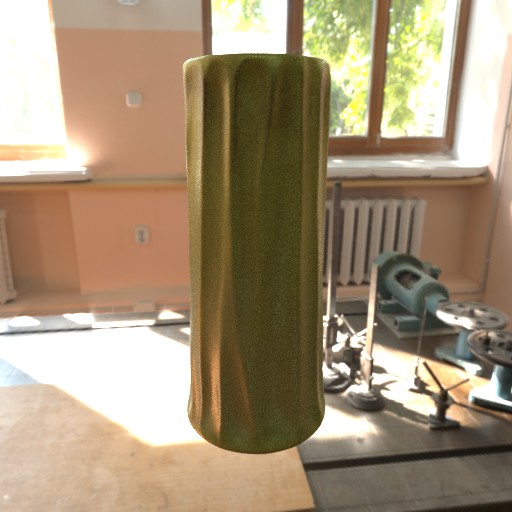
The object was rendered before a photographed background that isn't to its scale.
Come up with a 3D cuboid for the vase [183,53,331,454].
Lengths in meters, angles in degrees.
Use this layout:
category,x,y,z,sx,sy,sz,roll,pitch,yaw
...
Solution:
category,x,y,z,sx,sy,sz,roll,pitch,yaw
vase,0.000,0.000,0.178,0.061,0.143,0.061,0,16,0
